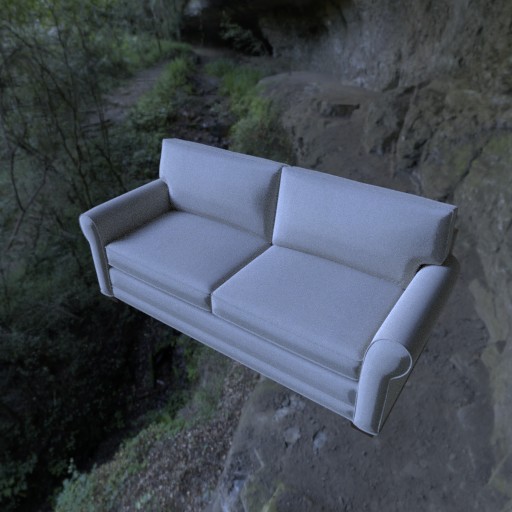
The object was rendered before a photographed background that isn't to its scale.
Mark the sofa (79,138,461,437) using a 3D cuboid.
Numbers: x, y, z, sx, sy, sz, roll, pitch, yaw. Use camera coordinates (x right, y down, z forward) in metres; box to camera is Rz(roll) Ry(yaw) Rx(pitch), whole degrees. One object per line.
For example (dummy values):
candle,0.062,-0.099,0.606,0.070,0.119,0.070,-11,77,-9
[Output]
sofa,0.000,0.000,2.653,2.146,0.962,0.901,20,38,29
